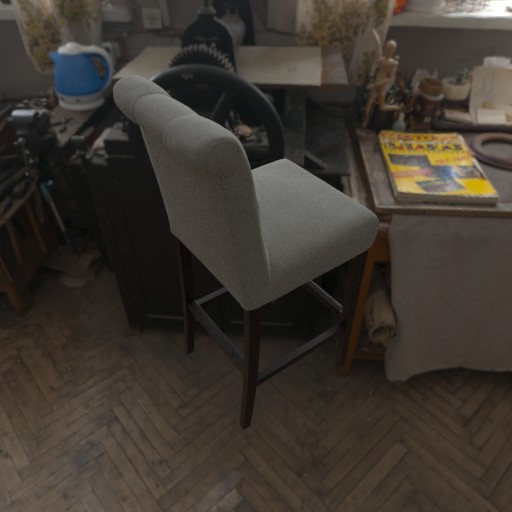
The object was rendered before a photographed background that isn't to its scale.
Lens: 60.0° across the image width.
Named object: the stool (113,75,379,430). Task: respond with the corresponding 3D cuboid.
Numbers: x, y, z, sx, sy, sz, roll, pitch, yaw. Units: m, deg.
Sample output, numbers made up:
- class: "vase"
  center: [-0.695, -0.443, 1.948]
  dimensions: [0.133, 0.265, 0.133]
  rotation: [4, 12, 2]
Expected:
- class: "stool"
  center: [0.000, 0.000, 1.461]
  dimensions: [0.601, 1.140, 0.493]
  rotation: [-25, 46, -26]
